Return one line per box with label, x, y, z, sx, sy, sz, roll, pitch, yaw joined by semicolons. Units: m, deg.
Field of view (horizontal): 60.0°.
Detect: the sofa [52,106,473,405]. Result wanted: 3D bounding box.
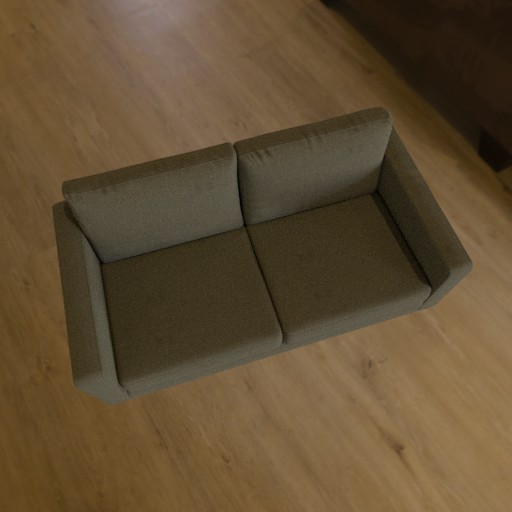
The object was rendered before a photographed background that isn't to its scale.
sofa;0.000;0.000;2.177;1.730;0.897;0.889;-15;64;-8
